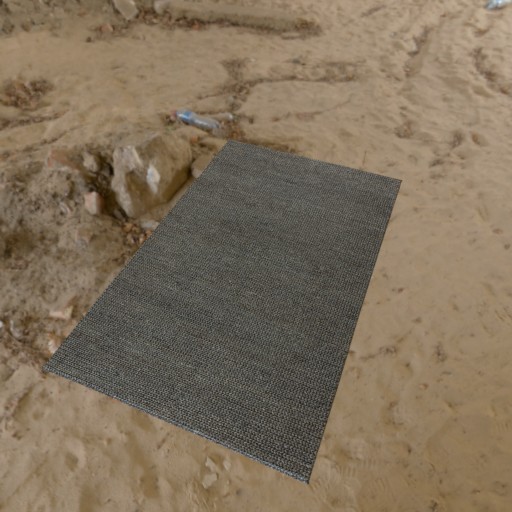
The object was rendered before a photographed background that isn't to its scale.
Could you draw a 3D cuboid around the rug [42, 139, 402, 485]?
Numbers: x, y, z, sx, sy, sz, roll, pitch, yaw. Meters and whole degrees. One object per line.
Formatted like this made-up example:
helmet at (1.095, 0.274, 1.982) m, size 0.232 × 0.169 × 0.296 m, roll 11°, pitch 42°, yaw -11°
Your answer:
rug at (0.000, 0.000, 2.991) m, size 1.538 × 0.021 × 2.443 m, roll 17°, pitch 50°, yaw 15°
